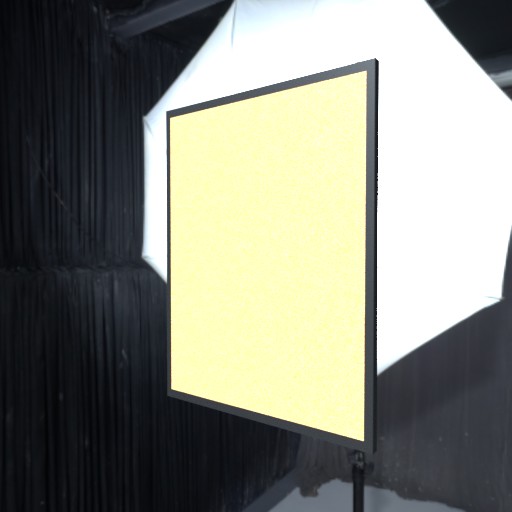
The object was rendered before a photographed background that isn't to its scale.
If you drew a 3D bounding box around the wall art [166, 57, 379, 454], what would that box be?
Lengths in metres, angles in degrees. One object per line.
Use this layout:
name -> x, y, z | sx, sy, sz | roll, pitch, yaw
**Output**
wall art -> 0.000, 0.000, 1.384 | 0.774, 1.027, 0.030 | 1, 2, 36
